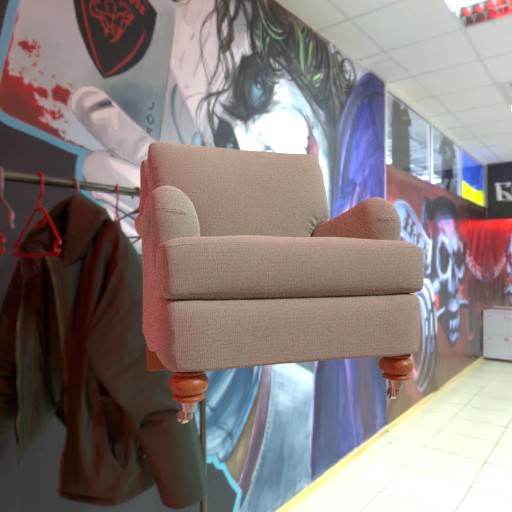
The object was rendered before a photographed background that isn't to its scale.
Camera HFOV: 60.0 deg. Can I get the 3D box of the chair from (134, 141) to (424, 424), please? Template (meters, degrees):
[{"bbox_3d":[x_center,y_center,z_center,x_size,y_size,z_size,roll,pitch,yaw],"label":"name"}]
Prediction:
[{"bbox_3d":[0.000,0.000,1.868,0.955,1.038,1.070,0,-1,-19],"label":"chair"}]
